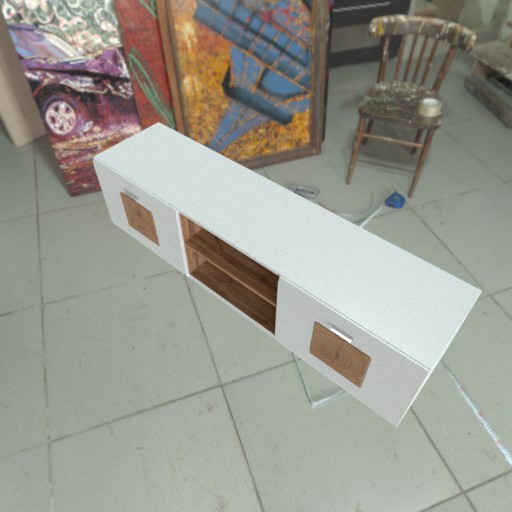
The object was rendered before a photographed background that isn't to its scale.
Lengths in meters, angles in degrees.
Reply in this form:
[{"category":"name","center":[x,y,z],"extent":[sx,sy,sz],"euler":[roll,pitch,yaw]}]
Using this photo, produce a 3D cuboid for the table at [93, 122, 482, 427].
[{"category":"table","center":[0.000,0.000,1.808],"extent":[1.550,0.440,0.400],"euler":[32,55,26]}]
